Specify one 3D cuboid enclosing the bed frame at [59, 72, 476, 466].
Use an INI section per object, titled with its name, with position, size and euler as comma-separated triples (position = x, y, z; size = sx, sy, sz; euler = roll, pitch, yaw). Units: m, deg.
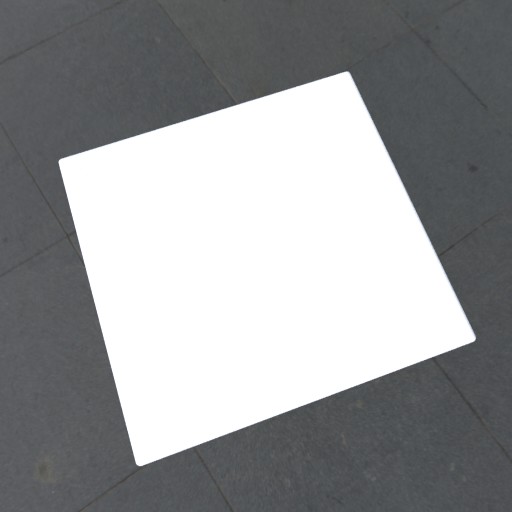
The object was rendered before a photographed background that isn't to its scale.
[bed frame]
position = 0.000, 0.000, 2.945
size = 2.033, 0.525, 1.935
euler = -19, 75, -5
